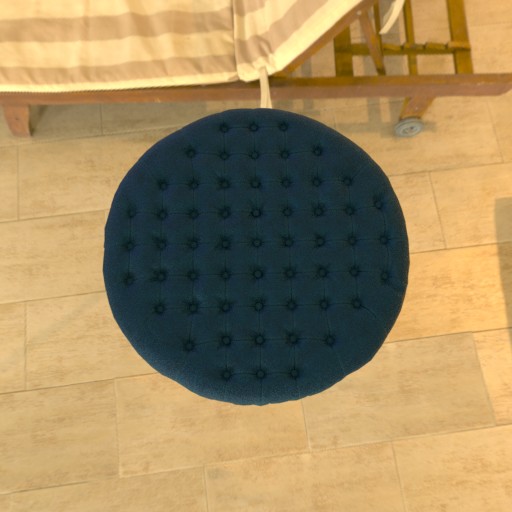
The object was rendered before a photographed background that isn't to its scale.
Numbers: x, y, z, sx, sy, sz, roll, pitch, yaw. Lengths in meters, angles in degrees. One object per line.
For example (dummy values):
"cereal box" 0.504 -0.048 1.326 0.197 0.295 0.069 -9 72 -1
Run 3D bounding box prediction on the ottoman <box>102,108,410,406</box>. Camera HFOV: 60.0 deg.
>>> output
"ottoman" 0.000 0.000 1.551 0.998 0.398 0.998 0 76 0
